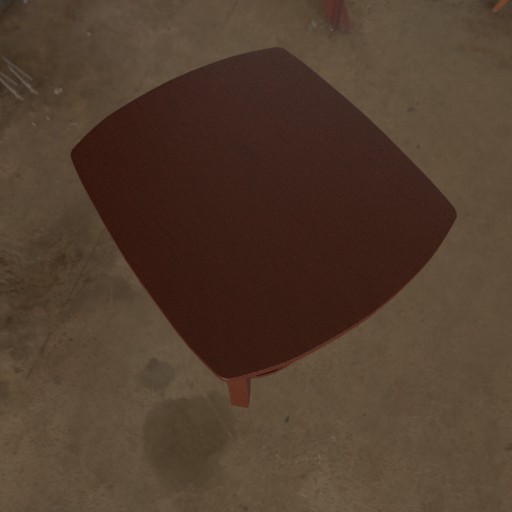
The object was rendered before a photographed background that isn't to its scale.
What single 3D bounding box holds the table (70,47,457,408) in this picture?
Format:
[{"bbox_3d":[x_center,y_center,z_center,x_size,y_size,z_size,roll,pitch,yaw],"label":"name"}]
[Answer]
[{"bbox_3d":[0.000,0.000,0.870,0.433,0.496,0.502,-32,68,-15],"label":"table"}]
